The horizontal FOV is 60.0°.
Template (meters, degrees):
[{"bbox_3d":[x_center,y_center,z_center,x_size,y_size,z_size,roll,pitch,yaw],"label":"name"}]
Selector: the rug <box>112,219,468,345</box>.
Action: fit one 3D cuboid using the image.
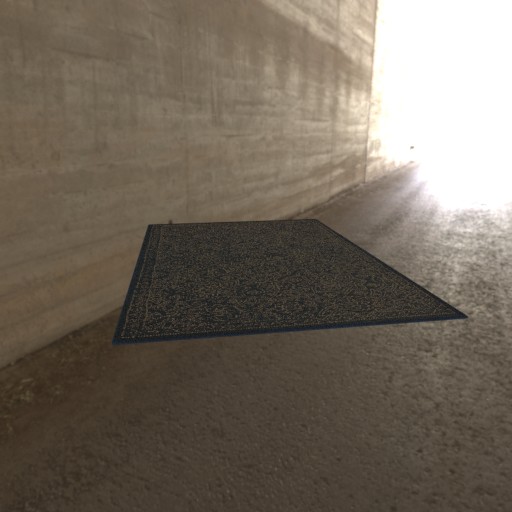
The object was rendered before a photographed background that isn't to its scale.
[{"bbox_3d":[0.000,0.000,2.334,1.219,0.010,1.829,-3,16,-9],"label":"rug"}]
